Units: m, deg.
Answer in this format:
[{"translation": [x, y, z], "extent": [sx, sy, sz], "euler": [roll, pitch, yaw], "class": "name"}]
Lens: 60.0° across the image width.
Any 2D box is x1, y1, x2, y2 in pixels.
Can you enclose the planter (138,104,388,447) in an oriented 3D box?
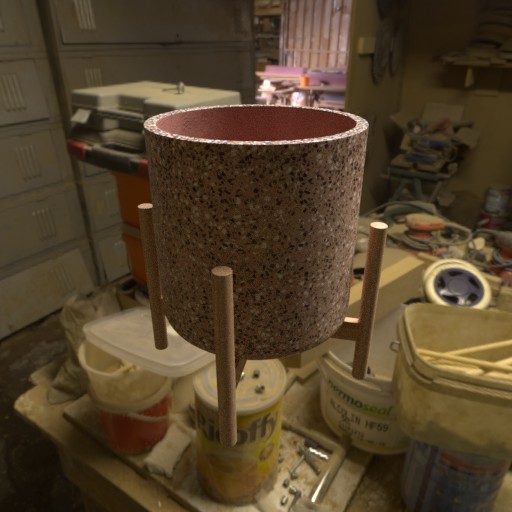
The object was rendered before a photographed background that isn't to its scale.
[{"translation": [0.000, 0.000, 0.705], "extent": [0.360, 0.419, 0.360], "euler": [18, 32, 31], "class": "planter"}]
